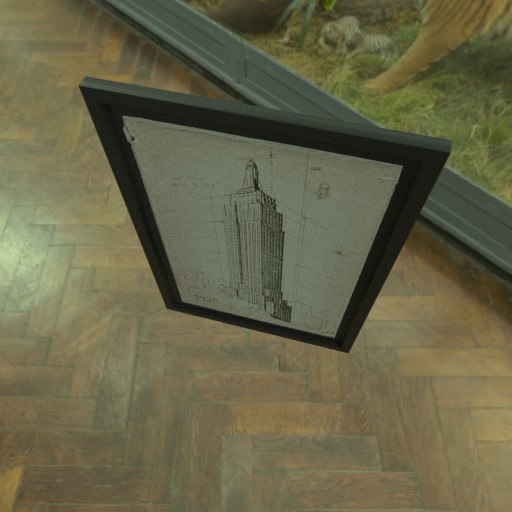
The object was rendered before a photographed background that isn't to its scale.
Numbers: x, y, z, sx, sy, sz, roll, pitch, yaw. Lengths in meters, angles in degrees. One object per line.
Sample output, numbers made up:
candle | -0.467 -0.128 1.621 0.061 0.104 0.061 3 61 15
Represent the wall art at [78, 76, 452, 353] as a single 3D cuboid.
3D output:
wall art | 0.000 0.000 0.535 0.303 0.431 0.013 13 59 8
